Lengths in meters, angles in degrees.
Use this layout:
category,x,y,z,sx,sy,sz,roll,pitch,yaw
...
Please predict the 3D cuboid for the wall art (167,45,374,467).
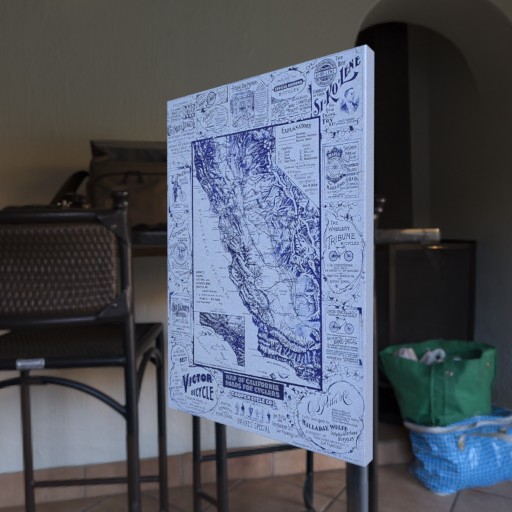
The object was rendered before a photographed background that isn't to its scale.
category,x,y,z,sx,sy,sz,roll,pitch,yaw
wall art,0.000,0.000,0.955,0.511,0.753,0.039,1,1,36
